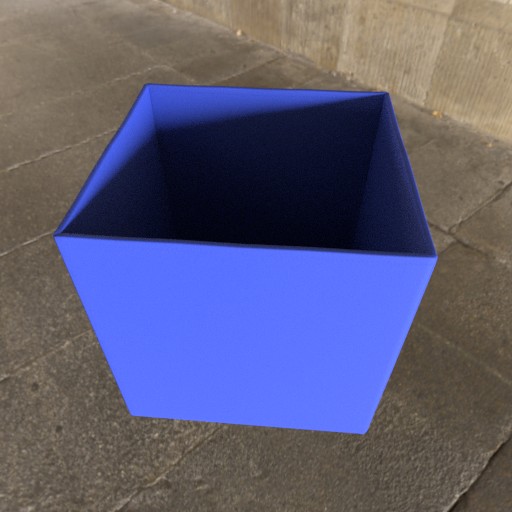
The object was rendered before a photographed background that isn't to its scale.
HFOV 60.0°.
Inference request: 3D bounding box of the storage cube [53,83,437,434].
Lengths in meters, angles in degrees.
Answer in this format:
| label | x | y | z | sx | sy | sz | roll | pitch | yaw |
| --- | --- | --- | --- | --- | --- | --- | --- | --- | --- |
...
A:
| label | x | y | z | sx | sy | sz | roll | pitch | yaw |
| --- | --- | --- | --- | --- | --- | --- | --- | --- | --- |
| storage cube | 0.000 | 0.000 | 0.493 | 0.270 | 0.280 | 0.270 | 3 | 45 | 3 |
